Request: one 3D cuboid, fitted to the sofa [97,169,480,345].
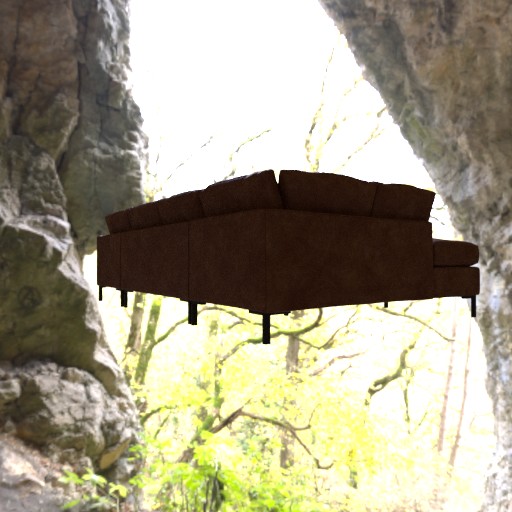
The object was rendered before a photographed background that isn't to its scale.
[{"bbox_3d":[0.000,0.000,3.868,1.939,0.900,2.956,0,-1,-35],"label":"sofa"}]
